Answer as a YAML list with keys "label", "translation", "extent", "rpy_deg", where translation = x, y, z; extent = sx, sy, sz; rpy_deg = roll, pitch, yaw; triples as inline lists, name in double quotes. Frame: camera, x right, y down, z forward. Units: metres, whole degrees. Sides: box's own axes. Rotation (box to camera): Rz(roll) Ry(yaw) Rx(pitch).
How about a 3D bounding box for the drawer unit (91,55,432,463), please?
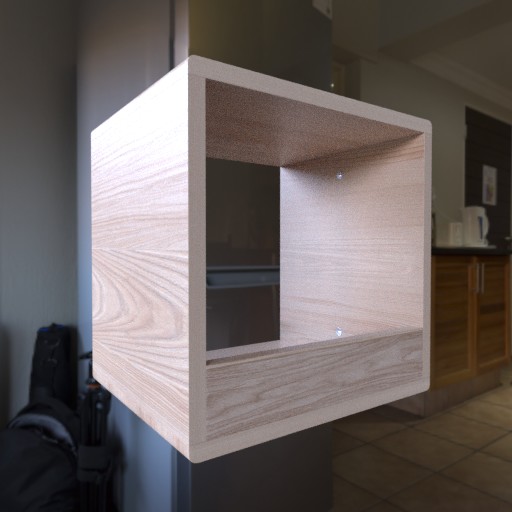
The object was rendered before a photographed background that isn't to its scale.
- label: "drawer unit"
  translation: [0.000, 0.000, 0.587]
  extent: [0.344, 0.344, 0.290]
  rpy_deg: [-1, 1, -35]
